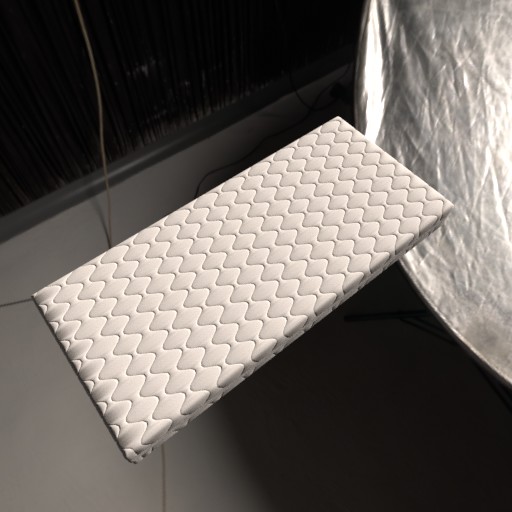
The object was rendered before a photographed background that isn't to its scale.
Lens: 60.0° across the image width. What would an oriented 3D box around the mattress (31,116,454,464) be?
[{"bbox_3d":[0.000,0.000,2.279,2.000,0.200,0.900,-34,64,-19],"label":"mattress"}]
